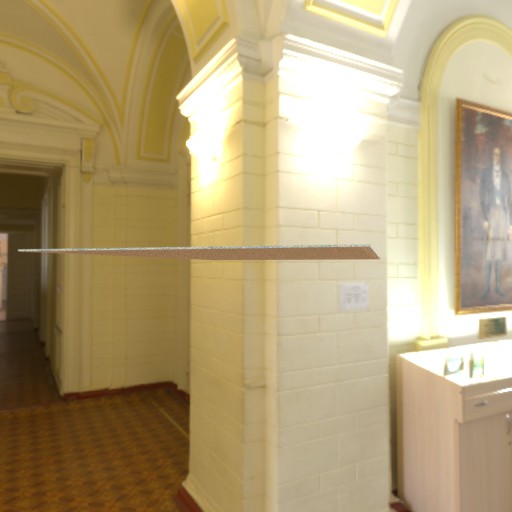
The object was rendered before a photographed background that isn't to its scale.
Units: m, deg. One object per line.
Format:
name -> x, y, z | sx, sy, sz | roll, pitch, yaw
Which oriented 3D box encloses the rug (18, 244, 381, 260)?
rug -> 0.000, 0.000, 2.161 | 1.142, 0.006, 1.752 | 0, -2, 17
